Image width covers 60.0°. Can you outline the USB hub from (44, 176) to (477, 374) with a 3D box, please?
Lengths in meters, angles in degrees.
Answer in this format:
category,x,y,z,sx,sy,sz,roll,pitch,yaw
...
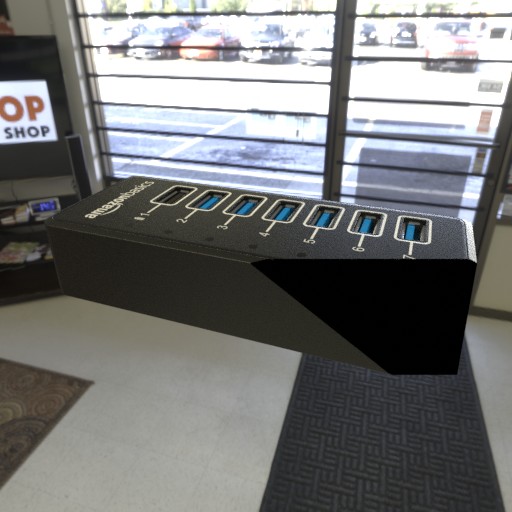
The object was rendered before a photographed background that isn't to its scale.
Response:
category,x,y,z,sx,sy,sz,roll,pitch,yaw
USB hub,0.000,0.000,0.125,0.110,0.023,0.044,10,30,18
